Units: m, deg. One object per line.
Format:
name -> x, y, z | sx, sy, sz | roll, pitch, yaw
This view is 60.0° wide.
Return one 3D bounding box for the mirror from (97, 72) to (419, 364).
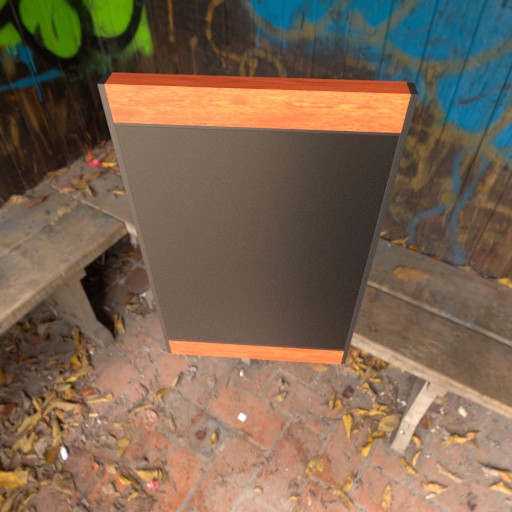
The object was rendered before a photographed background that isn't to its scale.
mirror -> 0.000, 0.000, 1.031 | 0.525, 0.823, 0.047 | 3, 46, 3
